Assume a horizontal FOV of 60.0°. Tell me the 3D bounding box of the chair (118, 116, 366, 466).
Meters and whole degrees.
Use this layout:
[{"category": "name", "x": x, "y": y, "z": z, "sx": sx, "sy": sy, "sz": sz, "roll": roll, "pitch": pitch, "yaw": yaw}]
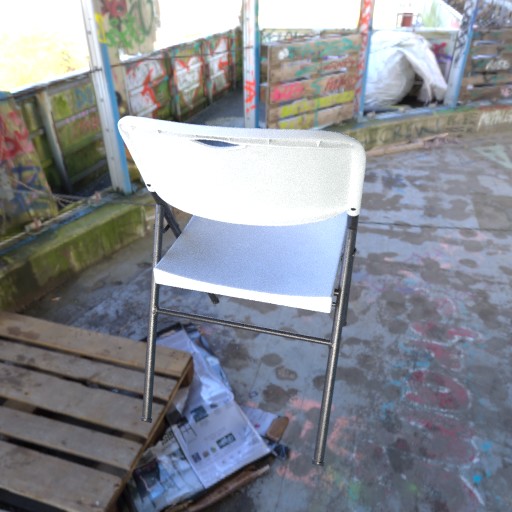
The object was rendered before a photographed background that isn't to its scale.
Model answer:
[{"category": "chair", "x": 0.000, "y": 0.000, "z": 1.137, "sx": 0.494, "sy": 0.810, "sz": 0.566, "roll": 8, "pitch": 33, "yaw": 13}]
